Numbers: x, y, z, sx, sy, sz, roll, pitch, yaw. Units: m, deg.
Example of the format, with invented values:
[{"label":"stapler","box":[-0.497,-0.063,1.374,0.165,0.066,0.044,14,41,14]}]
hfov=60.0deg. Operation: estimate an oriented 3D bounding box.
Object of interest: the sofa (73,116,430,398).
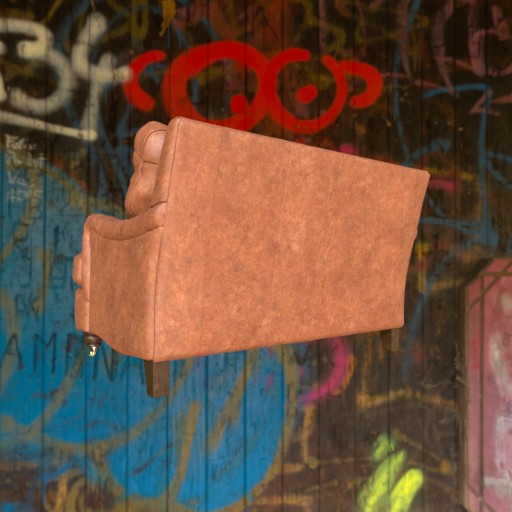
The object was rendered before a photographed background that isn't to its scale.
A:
[{"label":"sofa","box":[0.000,0.000,2.224,1.527,1.004,1.077,1,-1,-37]}]
